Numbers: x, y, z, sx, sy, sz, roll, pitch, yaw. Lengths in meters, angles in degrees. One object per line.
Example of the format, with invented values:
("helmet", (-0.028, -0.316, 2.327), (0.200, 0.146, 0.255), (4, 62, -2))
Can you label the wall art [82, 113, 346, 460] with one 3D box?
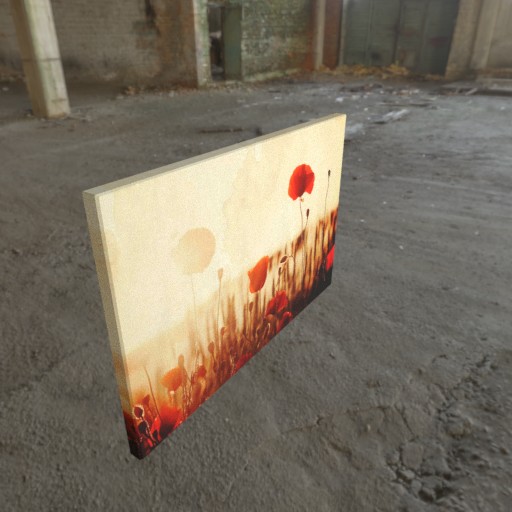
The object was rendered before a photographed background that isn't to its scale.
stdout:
("wall art", (0.000, 0.000, 1.165), (0.038, 0.602, 0.918), (17, 32, 31))
